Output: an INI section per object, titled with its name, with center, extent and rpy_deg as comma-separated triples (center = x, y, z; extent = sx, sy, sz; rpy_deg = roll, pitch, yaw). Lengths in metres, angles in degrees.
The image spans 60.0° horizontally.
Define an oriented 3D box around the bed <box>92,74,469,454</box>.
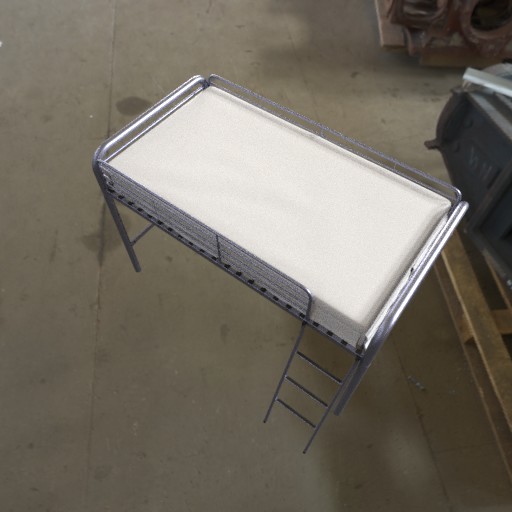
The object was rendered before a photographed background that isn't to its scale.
[bed]
center = 0.000, 0.000, 2.976
extent = 1.965, 1.288, 1.415
rpy_deg = 32, 62, 20
